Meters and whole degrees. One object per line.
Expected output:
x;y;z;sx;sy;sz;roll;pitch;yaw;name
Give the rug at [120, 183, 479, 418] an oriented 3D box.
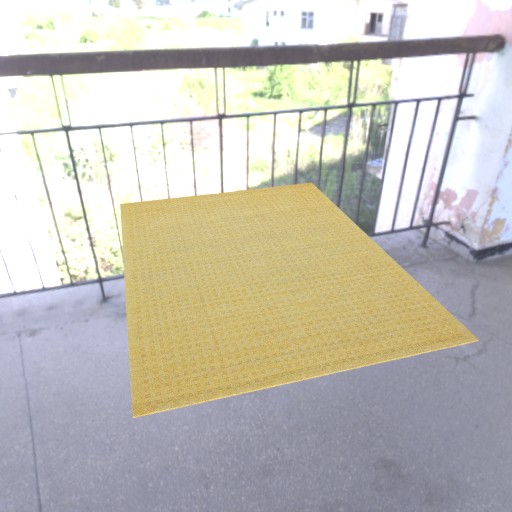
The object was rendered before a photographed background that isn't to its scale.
0.000;0.000;4.313;2.486;0.015;3.242;-8;32;-14;rug
